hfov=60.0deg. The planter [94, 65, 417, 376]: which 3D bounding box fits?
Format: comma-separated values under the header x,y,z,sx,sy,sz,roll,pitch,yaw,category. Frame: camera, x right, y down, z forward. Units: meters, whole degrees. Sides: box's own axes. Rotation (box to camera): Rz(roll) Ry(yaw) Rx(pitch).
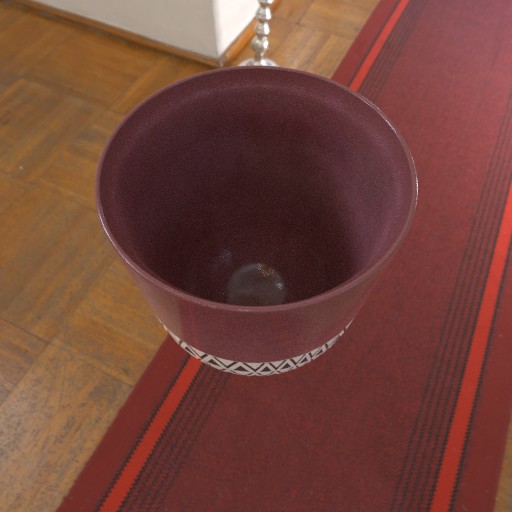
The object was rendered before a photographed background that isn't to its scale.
x,y,z,sx,sy,sz,roll,pitch,yaw,category
0.000,0.000,0.362,0.195,0.214,0.195,0,59,0,planter
